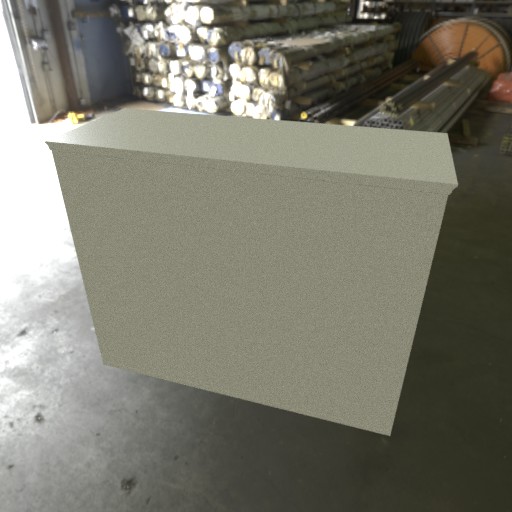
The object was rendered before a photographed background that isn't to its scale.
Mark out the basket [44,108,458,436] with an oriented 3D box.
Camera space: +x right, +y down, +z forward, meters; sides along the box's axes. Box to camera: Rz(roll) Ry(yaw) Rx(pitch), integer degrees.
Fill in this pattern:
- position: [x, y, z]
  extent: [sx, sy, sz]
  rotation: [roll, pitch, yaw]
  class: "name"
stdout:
- position: [0.000, 0.000, 1.123]
  extent: [0.792, 0.625, 0.376]
  rotation: [9, 32, 15]
  class: "basket"
